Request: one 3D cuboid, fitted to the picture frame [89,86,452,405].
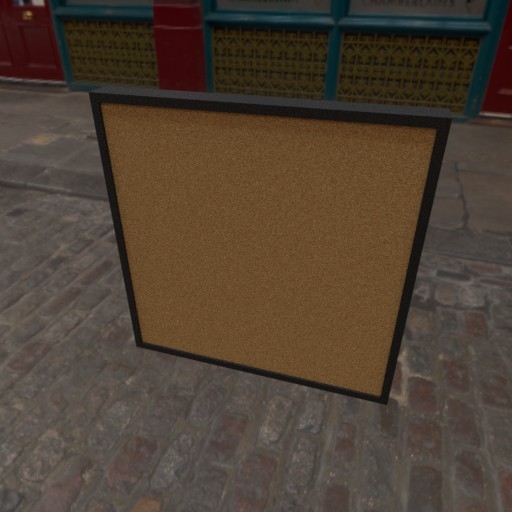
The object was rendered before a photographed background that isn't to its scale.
[{"bbox_3d":[0.000,0.000,0.467,0.317,0.317,0.030,9,33,15],"label":"picture frame"}]
